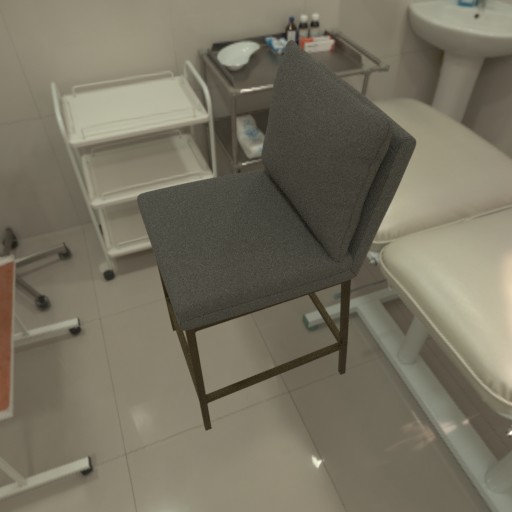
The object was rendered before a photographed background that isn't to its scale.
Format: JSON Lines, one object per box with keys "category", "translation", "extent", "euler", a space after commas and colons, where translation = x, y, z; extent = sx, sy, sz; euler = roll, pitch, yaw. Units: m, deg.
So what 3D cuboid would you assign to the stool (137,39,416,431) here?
{"category": "stool", "translation": [0.000, 0.000, 1.307], "extent": [0.569, 1.030, 0.463], "euler": [-16, 48, -15]}
